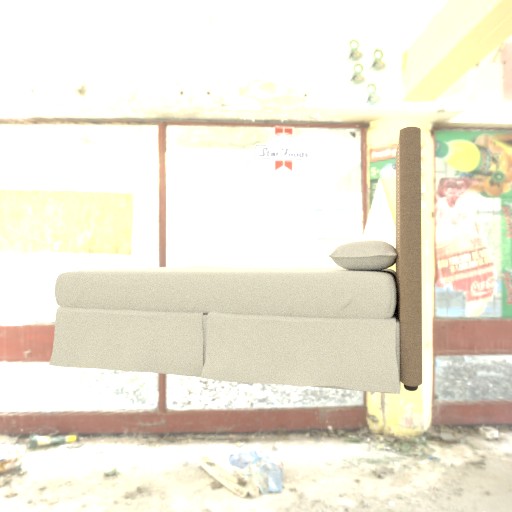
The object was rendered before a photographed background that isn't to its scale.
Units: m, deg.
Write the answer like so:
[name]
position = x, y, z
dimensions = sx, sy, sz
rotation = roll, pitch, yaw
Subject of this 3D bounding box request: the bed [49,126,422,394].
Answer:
[bed]
position = 0.000, 0.000, 3.362
dimensions = 2.282, 1.436, 1.821
rotation = 0, -1, 18
